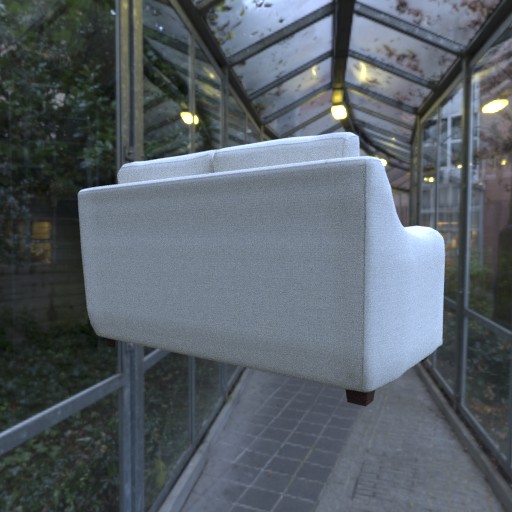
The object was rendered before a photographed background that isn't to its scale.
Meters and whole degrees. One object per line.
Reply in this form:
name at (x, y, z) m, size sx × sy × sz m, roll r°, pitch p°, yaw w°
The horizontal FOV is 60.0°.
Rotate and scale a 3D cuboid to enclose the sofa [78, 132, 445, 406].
sofa at (0.000, 0.000, 2.363) m, size 1.744 × 1.047 × 1.040 m, roll 1°, pitch 3°, yaw 36°
